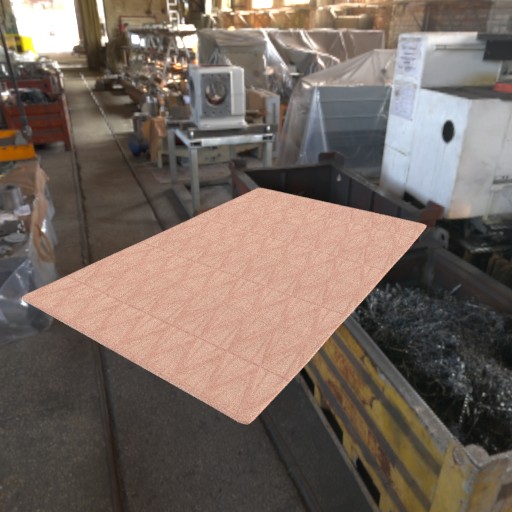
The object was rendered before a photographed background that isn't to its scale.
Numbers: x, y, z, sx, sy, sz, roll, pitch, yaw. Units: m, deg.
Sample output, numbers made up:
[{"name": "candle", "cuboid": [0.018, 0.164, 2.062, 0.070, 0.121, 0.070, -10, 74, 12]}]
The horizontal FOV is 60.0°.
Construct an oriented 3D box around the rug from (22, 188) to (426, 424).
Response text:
[{"name": "rug", "cuboid": [0.000, 0.000, 2.980, 1.609, 0.015, 2.390, 18, 32, 31]}]
